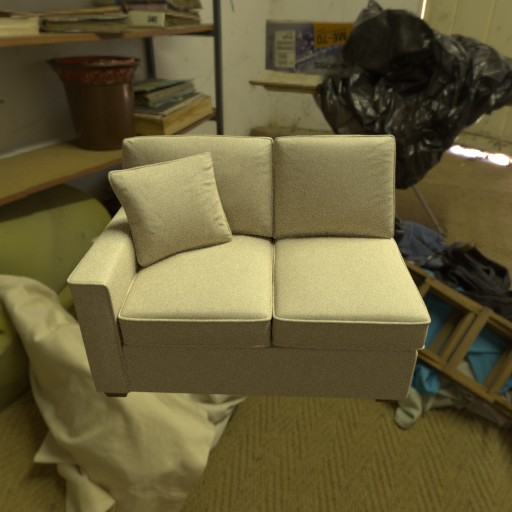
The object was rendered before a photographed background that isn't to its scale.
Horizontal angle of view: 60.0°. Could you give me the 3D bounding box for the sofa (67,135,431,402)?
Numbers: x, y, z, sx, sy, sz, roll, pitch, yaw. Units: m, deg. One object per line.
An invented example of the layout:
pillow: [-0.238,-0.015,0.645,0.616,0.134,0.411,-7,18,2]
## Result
sofa: [0.000,0.000,2.103,1.388,0.989,0.991,1,30,1]
